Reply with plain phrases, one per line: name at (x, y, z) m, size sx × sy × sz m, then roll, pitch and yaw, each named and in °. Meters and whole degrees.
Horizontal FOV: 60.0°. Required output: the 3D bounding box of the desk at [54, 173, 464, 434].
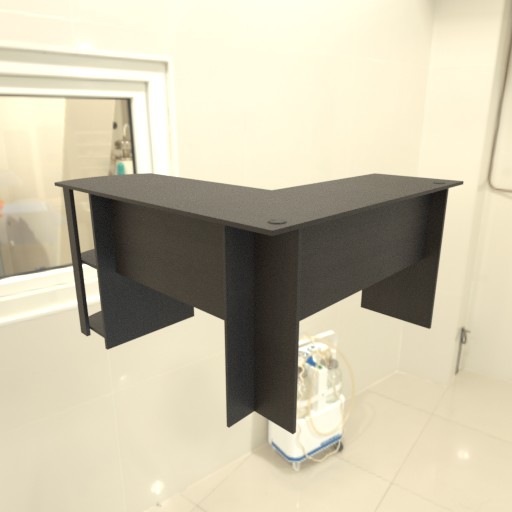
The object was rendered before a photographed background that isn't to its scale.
desk at (0.000, 0.000, 2.116) m, size 1.361 × 0.716 × 1.303 m, roll 16°, pitch 23°, yaw 41°
